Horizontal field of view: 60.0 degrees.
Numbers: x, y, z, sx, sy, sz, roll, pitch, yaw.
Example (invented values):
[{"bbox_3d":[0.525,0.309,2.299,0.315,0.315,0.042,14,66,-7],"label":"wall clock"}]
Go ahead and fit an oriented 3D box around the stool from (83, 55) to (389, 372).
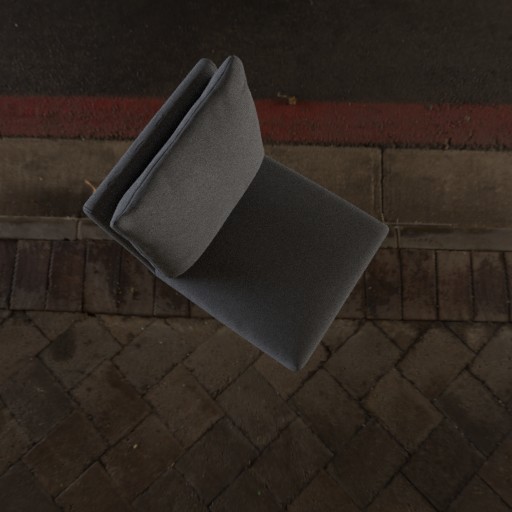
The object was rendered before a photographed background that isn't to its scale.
[{"bbox_3d":[0.000,0.000,1.374,0.569,1.130,0.463,33,79,7],"label":"stool"}]
